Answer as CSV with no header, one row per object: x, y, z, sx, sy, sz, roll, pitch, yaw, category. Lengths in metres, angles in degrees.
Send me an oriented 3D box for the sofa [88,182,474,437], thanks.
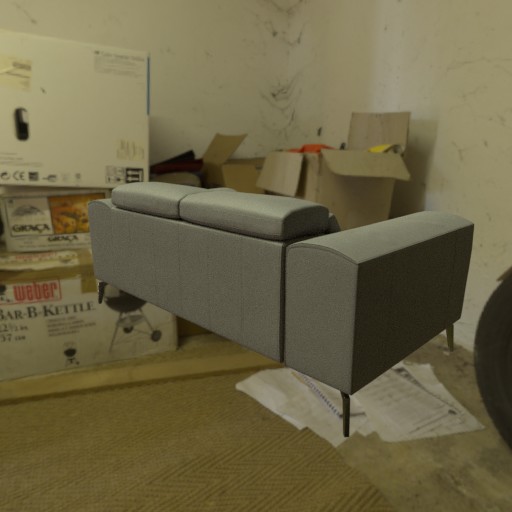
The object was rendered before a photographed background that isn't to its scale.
0.000,0.000,2.389,1.895,0.779,1.003,14,20,43,sofa
